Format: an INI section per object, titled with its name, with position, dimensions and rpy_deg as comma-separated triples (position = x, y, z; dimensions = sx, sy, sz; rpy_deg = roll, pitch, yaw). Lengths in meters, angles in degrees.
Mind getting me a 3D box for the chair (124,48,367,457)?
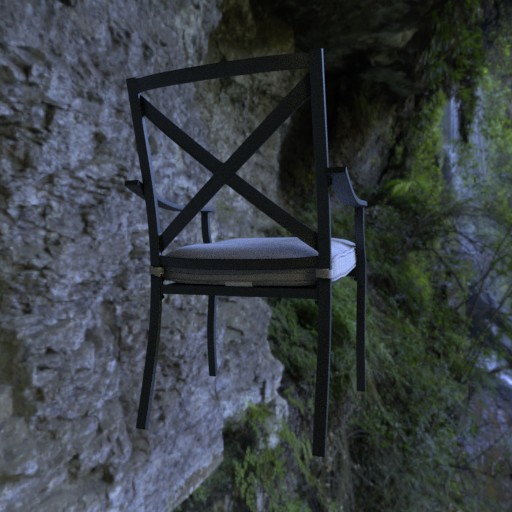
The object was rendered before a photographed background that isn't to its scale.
[chair]
position = 0.000, 0.000, 1.275
dimensions = 0.575, 0.889, 0.620
rpy_deg = 0, 0, 19
